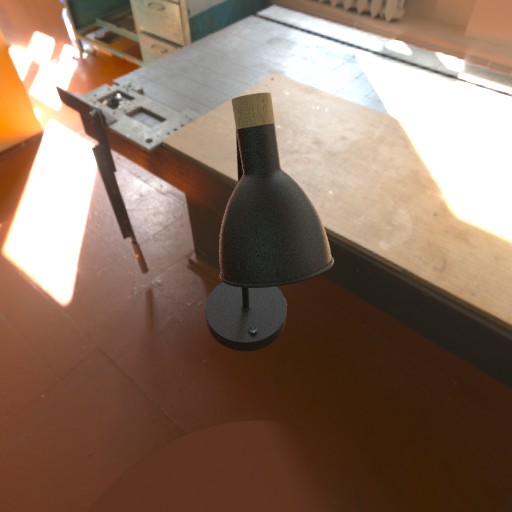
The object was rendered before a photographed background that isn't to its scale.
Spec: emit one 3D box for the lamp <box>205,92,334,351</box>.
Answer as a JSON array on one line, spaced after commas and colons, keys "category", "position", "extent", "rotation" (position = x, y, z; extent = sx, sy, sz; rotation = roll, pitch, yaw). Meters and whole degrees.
[{"category": "lamp", "position": [0.000, 0.000, 0.618], "extent": [0.152, 0.483, 0.287], "rotation": [-12, 49, -10]}]
